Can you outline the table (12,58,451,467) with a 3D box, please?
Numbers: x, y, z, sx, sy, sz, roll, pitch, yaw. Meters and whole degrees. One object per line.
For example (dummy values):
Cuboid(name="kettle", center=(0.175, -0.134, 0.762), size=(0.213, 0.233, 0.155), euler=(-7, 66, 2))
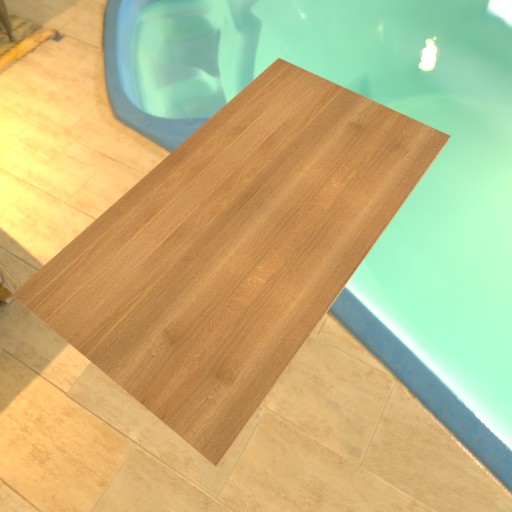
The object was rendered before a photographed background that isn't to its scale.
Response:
Cuboid(name="table", center=(0.000, 0.000, 2.031), size=(0.900, 0.750, 1.600), euler=(32, 64, 18))
